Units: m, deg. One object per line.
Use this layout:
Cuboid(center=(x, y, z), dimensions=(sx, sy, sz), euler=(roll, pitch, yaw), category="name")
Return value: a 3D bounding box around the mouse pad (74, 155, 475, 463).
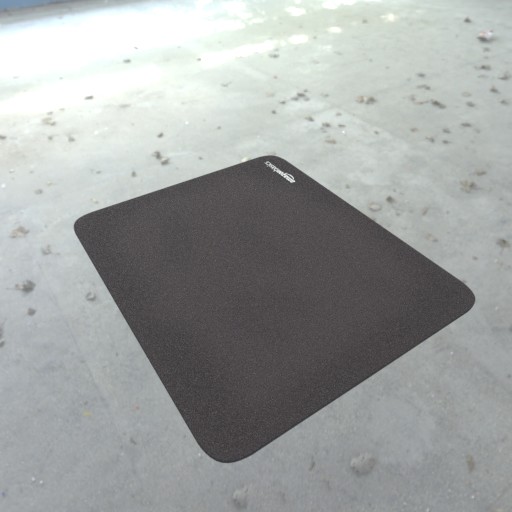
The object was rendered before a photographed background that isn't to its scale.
Cuboid(center=(0.000, 0.000, 0.335), dimensions=(0.211, 0.002, 0.249), euler=(-24, 46, -25), category="mouse pad")
